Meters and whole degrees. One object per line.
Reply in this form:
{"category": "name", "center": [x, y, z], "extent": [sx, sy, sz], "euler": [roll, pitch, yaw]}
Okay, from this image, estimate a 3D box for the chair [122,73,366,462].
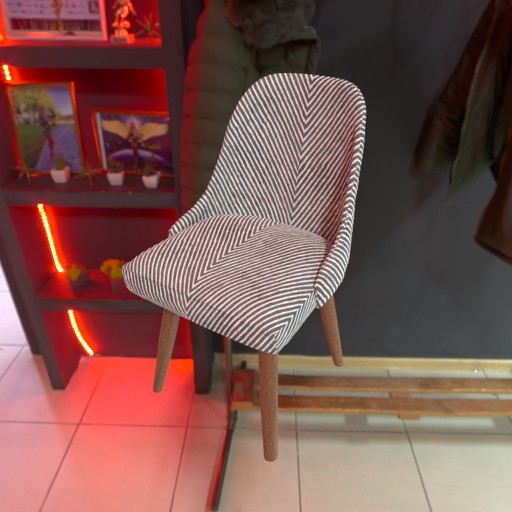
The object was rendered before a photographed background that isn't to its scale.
{"category": "chair", "center": [0.000, 0.000, 1.250], "extent": [0.504, 0.883, 0.591], "euler": [19, 36, 29]}
